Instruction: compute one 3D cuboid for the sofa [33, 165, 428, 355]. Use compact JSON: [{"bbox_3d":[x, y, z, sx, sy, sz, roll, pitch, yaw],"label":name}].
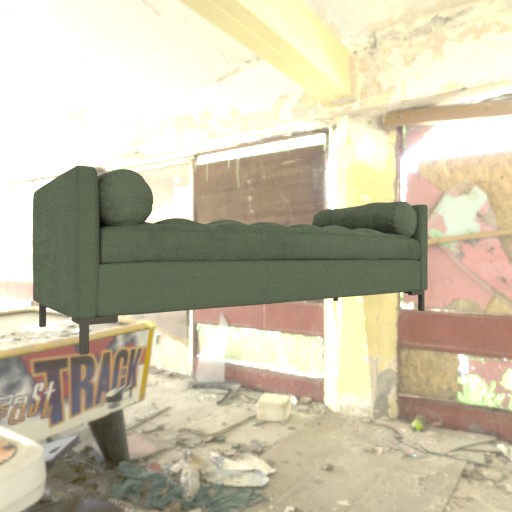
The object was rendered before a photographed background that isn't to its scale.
[{"bbox_3d":[0.000,0.000,2.442,2.130,0.681,0.817,0,0,-36],"label":"sofa"}]
